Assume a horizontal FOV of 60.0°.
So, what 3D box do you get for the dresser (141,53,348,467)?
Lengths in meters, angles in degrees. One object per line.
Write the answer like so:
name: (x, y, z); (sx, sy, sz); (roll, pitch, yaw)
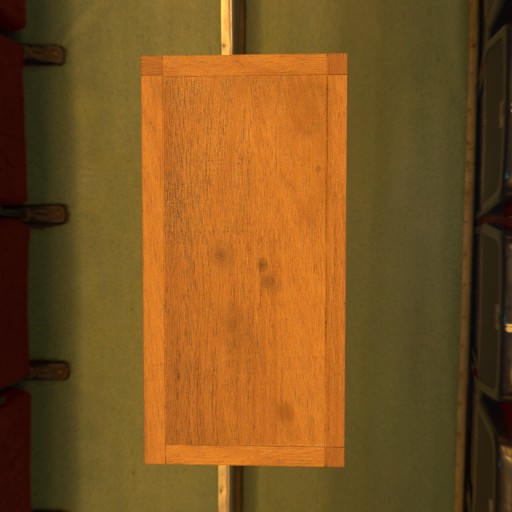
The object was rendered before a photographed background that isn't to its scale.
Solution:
dresser: (0.000, 0.000, 1.265); (0.427, 0.804, 0.804); (0, 92, 2)
